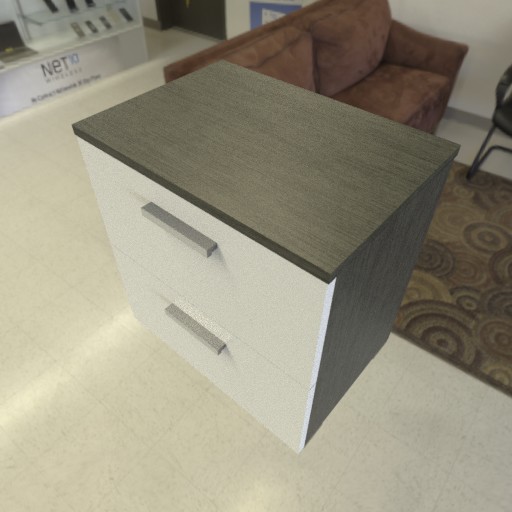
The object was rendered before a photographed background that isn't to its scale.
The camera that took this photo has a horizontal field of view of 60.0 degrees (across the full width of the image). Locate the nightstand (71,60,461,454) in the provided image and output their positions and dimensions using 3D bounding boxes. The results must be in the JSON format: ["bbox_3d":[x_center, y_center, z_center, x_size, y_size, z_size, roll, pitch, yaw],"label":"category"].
[{"bbox_3d":[0.000,0.000,0.768,0.441,0.460,0.325,31,53,28],"label":"nightstand"}]
